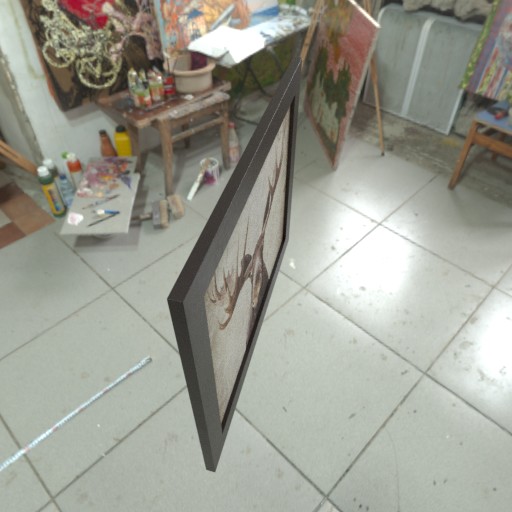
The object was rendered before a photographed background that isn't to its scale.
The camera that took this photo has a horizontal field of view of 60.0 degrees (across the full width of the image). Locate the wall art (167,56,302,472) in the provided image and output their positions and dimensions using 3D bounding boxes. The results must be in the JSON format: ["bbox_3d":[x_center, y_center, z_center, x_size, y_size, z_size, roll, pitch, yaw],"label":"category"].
[{"bbox_3d":[0.000,0.000,1.607,0.034,0.952,1.207,11,47,10],"label":"wall art"}]
